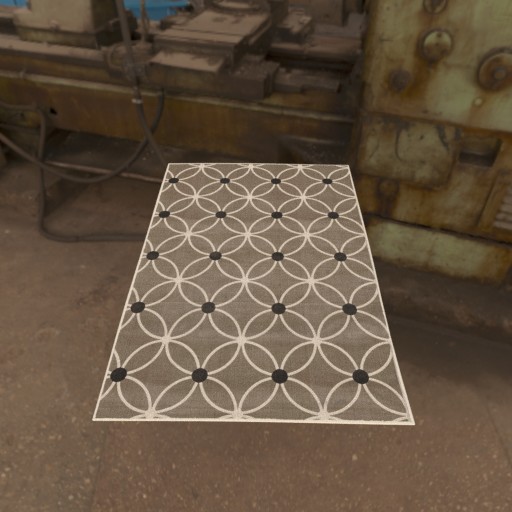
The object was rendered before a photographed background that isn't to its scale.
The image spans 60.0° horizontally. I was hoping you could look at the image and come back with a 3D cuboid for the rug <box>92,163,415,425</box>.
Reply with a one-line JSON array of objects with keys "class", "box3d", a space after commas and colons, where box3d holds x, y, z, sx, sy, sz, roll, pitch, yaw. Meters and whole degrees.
[{"class": "rug", "box3d": [0.000, 0.000, 2.905, 1.522, 0.008, 2.284, 1, 43, 1]}]
